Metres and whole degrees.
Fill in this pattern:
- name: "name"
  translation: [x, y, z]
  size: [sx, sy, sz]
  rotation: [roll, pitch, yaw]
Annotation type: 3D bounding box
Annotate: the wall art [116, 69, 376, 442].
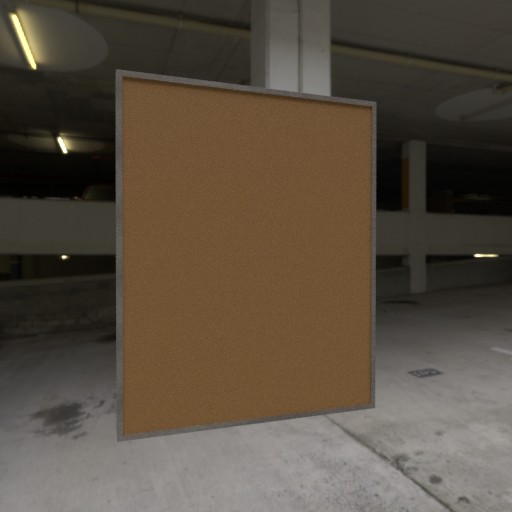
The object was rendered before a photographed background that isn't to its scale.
- name: "wall art"
  translation: [0.000, 0.000, 0.701]
  size: [0.421, 0.521, 0.032]
  rotation: [0, 1, -19]
